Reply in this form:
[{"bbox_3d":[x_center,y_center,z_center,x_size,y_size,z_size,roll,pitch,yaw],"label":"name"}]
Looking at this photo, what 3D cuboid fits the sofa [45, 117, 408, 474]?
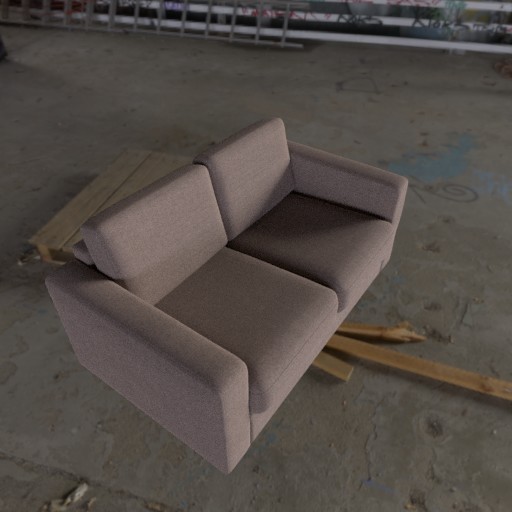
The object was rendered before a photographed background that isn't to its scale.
[{"bbox_3d":[0.000,0.000,2.033,0.900,0.800,1.520,25,46,26],"label":"sofa"}]
